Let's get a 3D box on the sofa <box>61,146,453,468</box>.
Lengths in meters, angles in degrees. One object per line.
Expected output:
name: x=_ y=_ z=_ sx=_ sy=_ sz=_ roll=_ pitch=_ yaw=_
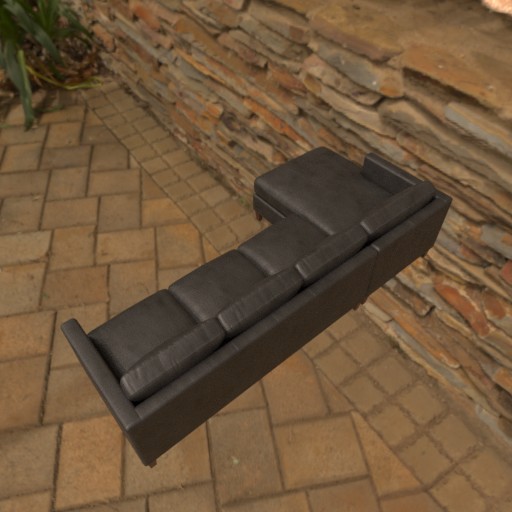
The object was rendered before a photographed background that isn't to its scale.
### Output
sofa: x=0.000 y=0.000 z=3.810 sx=3.203 sy=0.883 sz=1.581 roll=-31 pitch=54 yaw=-26
